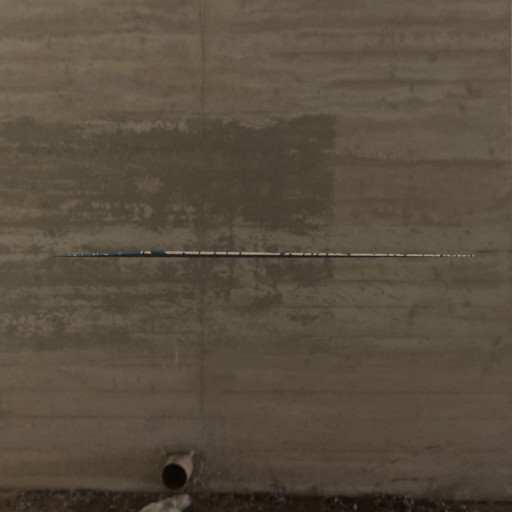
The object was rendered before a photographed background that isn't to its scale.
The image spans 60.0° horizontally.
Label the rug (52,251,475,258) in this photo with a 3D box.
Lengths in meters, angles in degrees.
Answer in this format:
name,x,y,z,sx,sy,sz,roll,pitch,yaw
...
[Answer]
name,x,y,z,sx,sy,sz,roll,pitch,yaw
rug,0.000,0.000,4.034,3.017,0.014,2.416,0,-1,-35
